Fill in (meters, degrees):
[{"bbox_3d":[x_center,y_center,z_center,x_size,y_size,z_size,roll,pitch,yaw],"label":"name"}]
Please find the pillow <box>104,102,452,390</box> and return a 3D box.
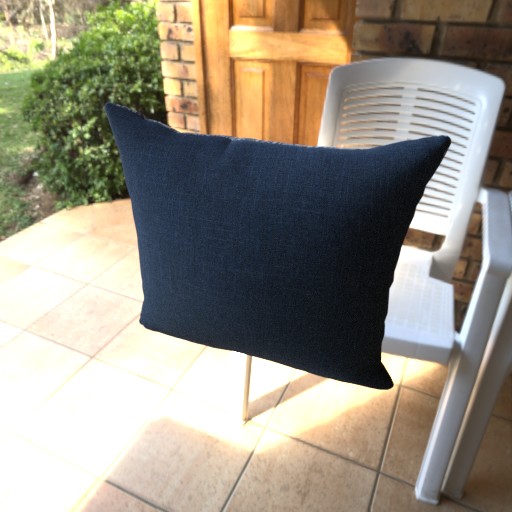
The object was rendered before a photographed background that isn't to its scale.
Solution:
[{"bbox_3d":[0.000,0.000,0.782,0.546,0.487,0.180,11,34,16],"label":"pillow"}]
